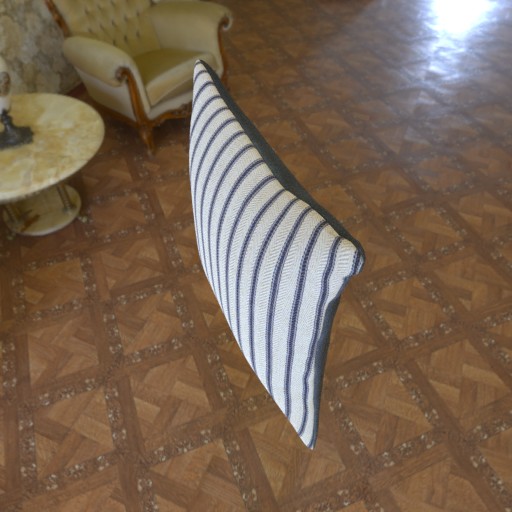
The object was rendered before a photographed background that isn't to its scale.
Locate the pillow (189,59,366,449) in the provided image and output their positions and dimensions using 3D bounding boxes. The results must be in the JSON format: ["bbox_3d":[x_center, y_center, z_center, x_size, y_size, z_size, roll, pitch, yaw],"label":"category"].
[{"bbox_3d":[0.000,0.000,0.693,0.138,0.444,0.468,-17,49,-16],"label":"pillow"}]
